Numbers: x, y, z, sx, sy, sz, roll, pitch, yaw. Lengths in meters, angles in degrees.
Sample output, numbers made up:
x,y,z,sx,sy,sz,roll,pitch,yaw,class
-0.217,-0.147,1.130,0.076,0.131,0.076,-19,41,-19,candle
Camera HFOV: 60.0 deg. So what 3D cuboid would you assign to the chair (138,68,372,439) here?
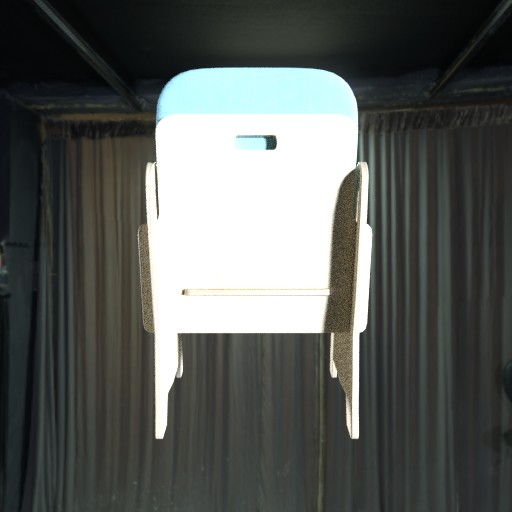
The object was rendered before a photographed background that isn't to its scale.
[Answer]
x,y,z,sx,sy,sz,roll,pitch,yaw,class
0.000,0.000,1.266,0.590,0.800,0.710,0,-1,0,chair
